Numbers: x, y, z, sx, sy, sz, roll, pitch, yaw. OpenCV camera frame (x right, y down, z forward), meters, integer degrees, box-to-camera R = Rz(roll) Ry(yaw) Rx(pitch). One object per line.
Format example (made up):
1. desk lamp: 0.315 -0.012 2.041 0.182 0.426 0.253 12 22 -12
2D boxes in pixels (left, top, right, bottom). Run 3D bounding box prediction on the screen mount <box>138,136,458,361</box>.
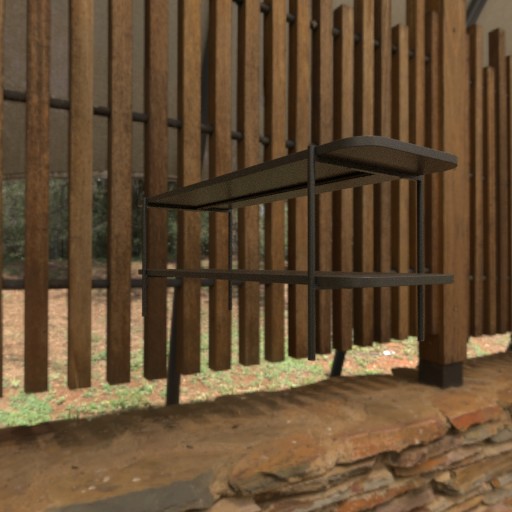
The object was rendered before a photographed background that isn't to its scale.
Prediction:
1. screen mount: 0.000 0.000 1.416 0.400 0.447 1.200 1 -1 -36
